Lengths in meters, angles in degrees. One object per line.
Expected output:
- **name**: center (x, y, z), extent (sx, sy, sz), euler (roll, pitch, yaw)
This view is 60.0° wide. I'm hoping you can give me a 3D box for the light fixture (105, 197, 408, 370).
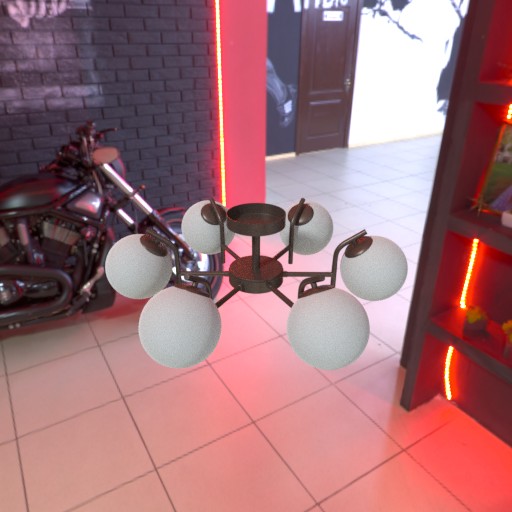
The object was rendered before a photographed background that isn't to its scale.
- **light fixture**: center (0.000, 0.000, 0.970), extent (0.662, 0.201, 0.662), euler (0, 27, 0)
